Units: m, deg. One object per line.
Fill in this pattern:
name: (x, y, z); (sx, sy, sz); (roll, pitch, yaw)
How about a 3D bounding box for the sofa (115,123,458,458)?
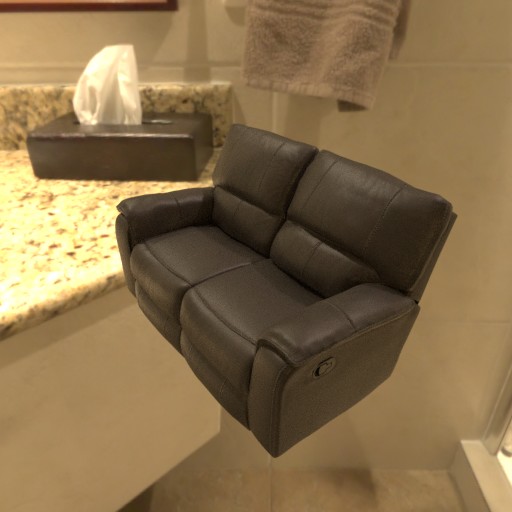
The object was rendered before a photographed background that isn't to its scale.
sofa: (0.000, 0.000, 2.501); (1.104, 1.111, 1.765); (-21, 36, -31)
